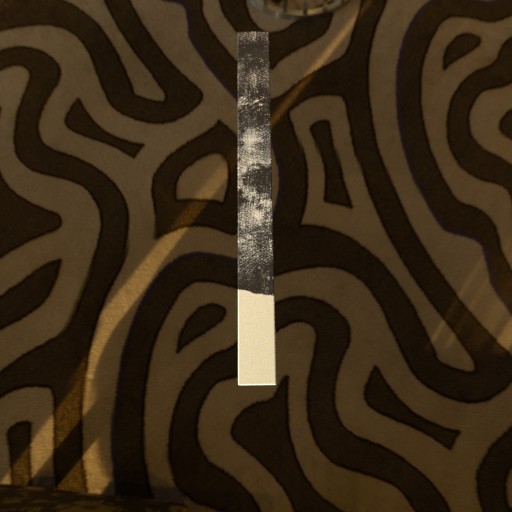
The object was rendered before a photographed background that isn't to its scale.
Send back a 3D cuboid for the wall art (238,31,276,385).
[{"bbox_3d":[0.000,0.000,0.779,0.039,0.610,0.407,-1,77,0],"label":"wall art"}]
